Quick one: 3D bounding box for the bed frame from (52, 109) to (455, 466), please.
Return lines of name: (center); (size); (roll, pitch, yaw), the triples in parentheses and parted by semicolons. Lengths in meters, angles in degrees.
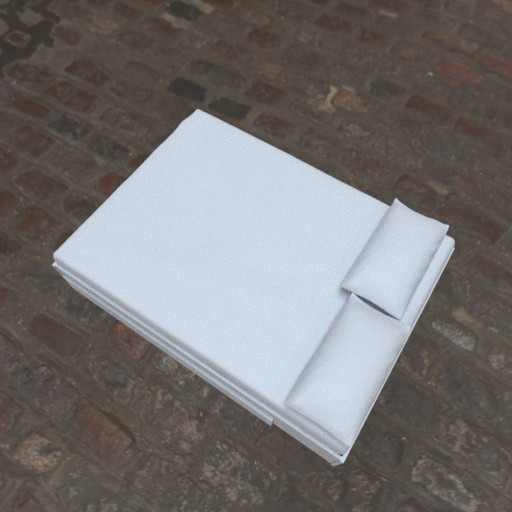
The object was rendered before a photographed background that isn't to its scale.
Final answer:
bed frame: (0.000, 0.000, 2.666); (1.950, 0.629, 1.450); (30, 66, 15)
